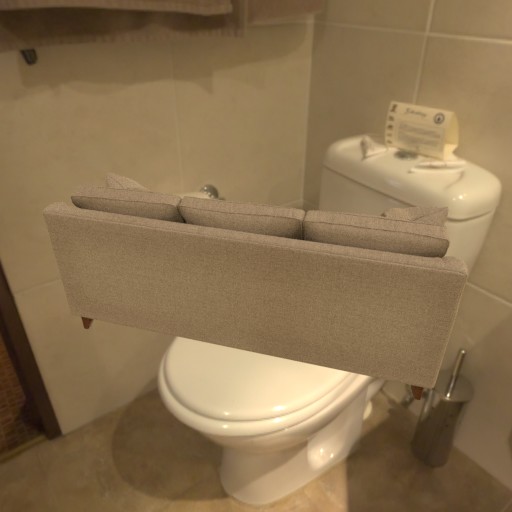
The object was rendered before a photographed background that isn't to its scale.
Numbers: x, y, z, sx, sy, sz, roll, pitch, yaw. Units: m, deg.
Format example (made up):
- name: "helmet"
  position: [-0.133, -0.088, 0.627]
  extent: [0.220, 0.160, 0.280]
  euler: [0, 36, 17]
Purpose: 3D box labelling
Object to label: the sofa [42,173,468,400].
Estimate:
- name: "sofa"
  position: [0.000, 0.000, 2.531]
  extent: [2.031, 0.914, 0.865]
  euler: [9, 33, 14]
